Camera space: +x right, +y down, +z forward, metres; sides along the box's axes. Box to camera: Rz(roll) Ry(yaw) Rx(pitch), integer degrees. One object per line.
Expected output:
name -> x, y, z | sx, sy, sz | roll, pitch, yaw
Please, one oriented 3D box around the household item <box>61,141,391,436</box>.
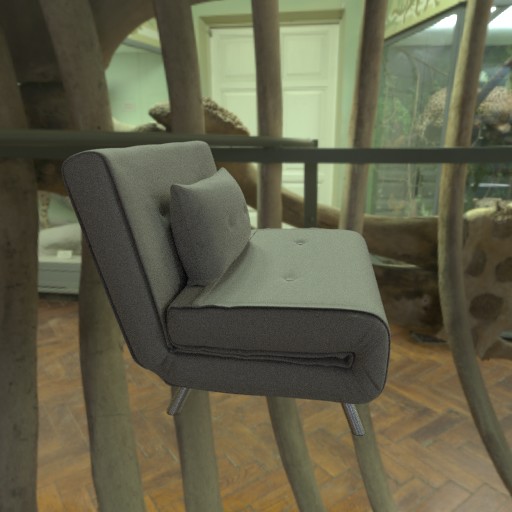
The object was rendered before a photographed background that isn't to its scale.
household item -> 0.000, 0.000, 1.639 | 0.874, 0.800, 1.000 | 3, 16, 9
